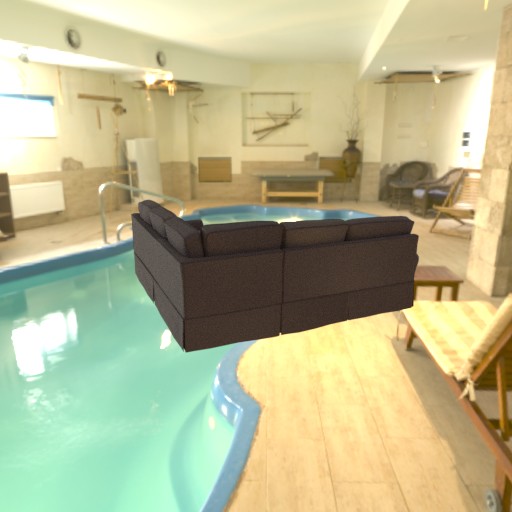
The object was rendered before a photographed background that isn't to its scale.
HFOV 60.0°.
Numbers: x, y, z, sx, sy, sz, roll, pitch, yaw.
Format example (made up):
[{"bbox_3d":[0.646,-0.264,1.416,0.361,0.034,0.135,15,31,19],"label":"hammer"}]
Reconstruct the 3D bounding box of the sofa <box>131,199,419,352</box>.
[{"bbox_3d":[0.000,0.000,5.289,3.773,1.169,2.874,2,16,7],"label":"sofa"}]
